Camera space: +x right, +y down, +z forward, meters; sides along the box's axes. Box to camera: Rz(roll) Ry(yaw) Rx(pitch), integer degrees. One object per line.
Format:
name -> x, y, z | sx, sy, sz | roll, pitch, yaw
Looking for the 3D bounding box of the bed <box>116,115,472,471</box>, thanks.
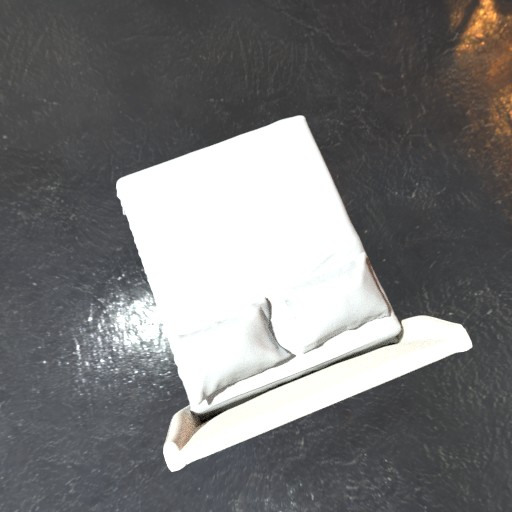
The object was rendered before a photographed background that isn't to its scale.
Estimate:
bed -> 0.000, 0.000, 3.412 | 1.925, 1.332, 2.276 | -21, 78, -5
